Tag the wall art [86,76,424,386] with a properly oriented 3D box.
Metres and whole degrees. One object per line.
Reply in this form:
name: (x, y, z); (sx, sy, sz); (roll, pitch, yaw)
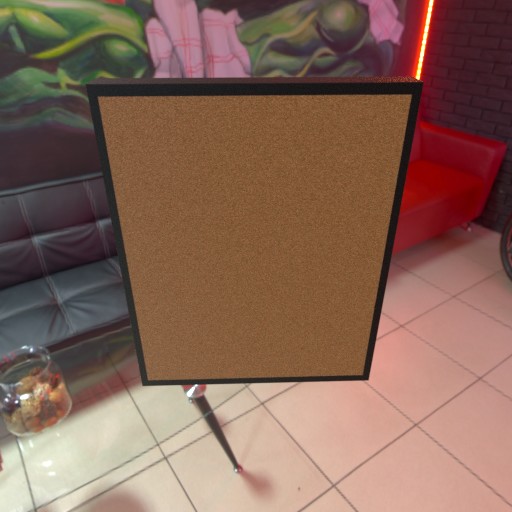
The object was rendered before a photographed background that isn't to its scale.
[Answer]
wall art: (0.000, 0.000, 0.493); (0.294, 0.369, 0.030); (-1, 31, -2)
